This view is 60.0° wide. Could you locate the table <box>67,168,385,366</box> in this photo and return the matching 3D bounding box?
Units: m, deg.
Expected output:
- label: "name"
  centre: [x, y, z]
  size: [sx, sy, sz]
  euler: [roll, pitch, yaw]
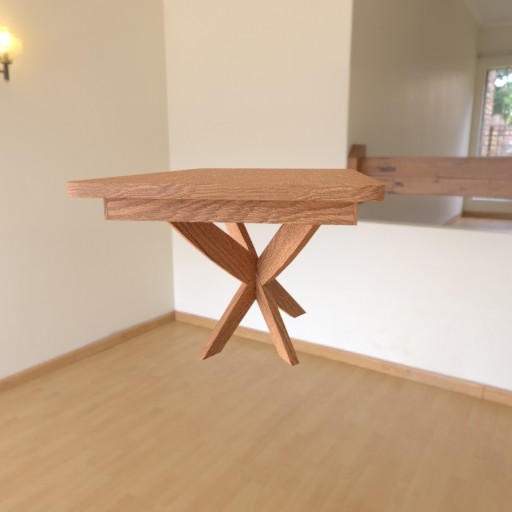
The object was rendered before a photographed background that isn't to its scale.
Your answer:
- label: "table"
  centre: [0.000, 0.000, 2.097]
  size: [0.950, 0.770, 1.600]
  euler: [2, 13, 8]
